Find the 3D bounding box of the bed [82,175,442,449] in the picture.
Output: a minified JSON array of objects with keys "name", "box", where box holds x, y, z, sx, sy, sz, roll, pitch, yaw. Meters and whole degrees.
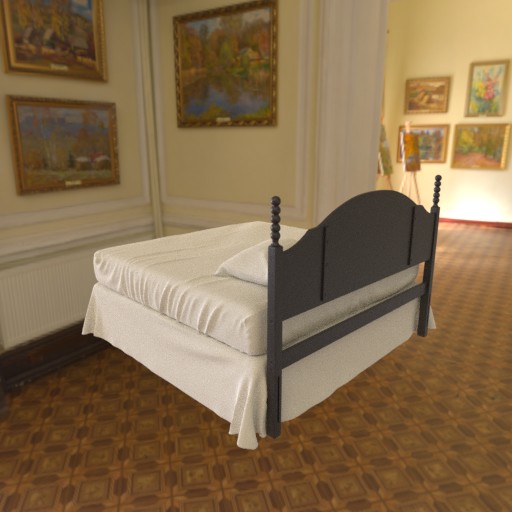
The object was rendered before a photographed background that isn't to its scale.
[{"name":"bed","box":[0.000,0.000,3.704,2.322,1.355,2.219,-14,21,-43]}]
